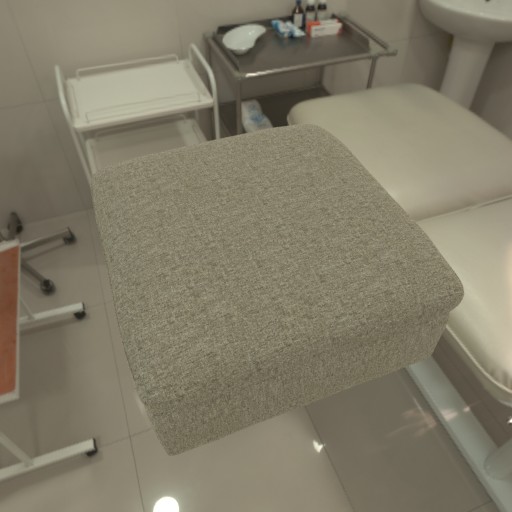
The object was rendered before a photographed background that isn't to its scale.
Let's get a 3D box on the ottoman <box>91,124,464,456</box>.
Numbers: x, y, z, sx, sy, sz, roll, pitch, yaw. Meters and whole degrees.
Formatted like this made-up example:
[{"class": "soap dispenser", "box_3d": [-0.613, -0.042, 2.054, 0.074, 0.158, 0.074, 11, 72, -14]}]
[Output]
[{"class": "ottoman", "box_3d": [0.000, 0.000, 1.639, 1.035, 0.526, 1.039, -16, 50, -14]}]
